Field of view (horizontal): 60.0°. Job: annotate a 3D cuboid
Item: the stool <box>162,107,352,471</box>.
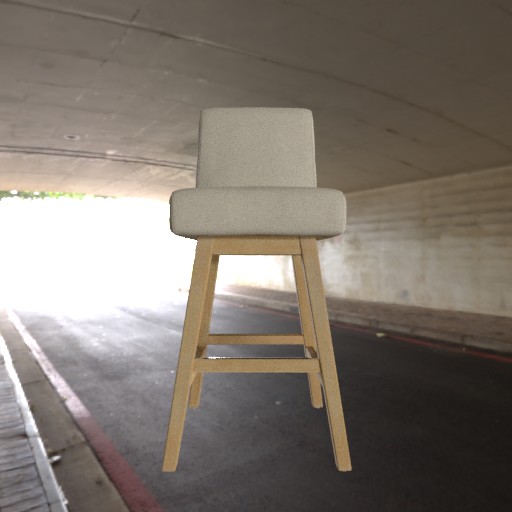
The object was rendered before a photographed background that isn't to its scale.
[{"bbox_3d":[0.000,0.000,1.293,0.446,1.015,0.543,0,0,0],"label":"stool"}]
